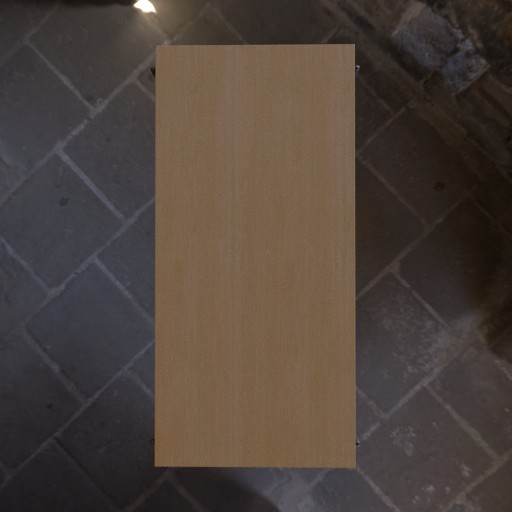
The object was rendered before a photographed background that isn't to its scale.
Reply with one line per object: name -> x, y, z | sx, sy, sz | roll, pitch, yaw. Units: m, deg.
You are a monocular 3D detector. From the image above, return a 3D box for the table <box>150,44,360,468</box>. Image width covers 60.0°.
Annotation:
table -> 0.000, 0.000, 2.268 | 0.900, 0.758, 1.800 | 0, 89, 1
